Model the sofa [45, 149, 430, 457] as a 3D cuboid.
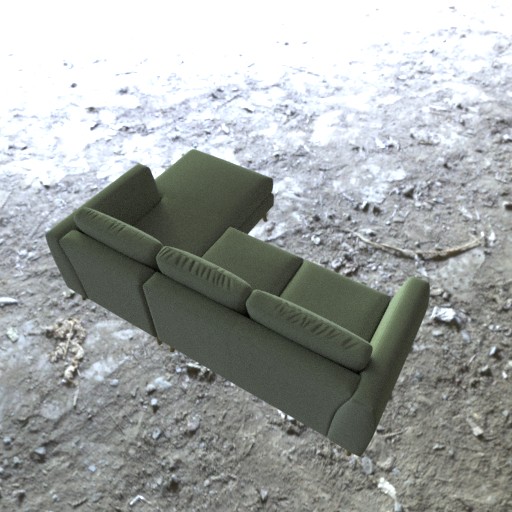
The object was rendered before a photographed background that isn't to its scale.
[{"bbox_3d":[0.000,0.000,3.076,2.300,0.860,1.580,24,52,20],"label":"sofa"}]
